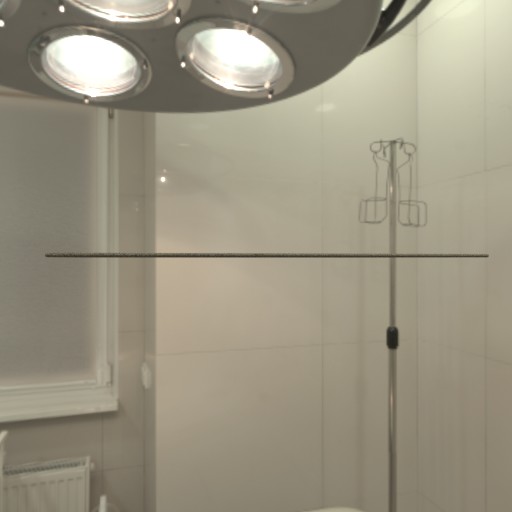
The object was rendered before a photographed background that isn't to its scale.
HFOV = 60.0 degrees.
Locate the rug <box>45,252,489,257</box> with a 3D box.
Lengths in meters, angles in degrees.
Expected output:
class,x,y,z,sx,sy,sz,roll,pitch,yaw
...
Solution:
class,x,y,z,sx,sy,sz,roll,pitch,yaw
rug,0.000,0.000,2.316,1.829,0.016,1.219,0,0,-17
